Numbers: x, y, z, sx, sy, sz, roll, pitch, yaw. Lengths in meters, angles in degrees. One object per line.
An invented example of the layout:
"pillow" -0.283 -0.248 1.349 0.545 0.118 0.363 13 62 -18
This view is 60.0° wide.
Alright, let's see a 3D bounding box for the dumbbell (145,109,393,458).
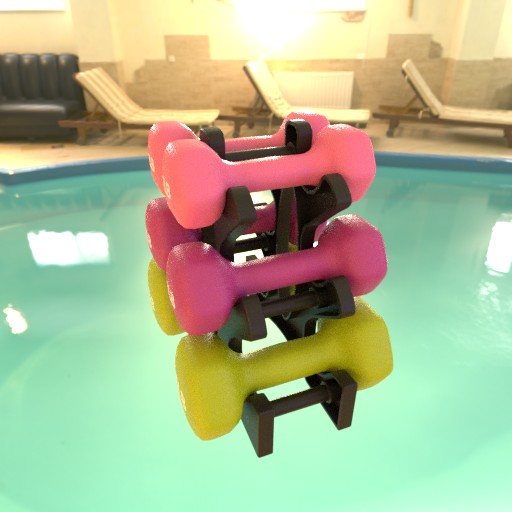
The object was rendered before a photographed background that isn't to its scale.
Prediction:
"dumbbell" 0.000 0.000 0.448 0.203 0.261 0.257 -11 31 -18
